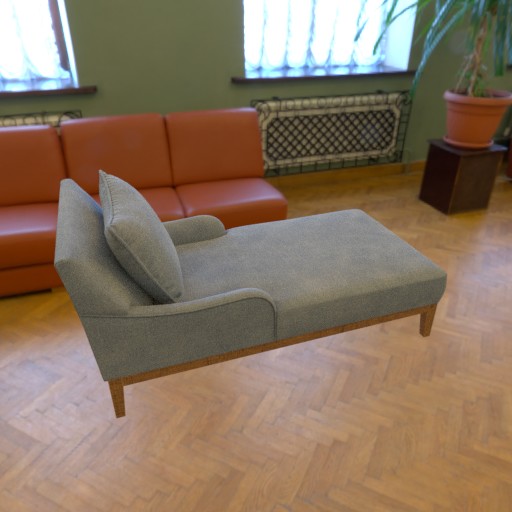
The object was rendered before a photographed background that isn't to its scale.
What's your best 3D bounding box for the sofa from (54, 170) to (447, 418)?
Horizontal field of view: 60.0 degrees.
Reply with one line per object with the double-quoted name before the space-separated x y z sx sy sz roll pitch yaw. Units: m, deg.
"sofa" 0.000 0.000 2.317 1.779 0.883 0.904 -10 31 -17
